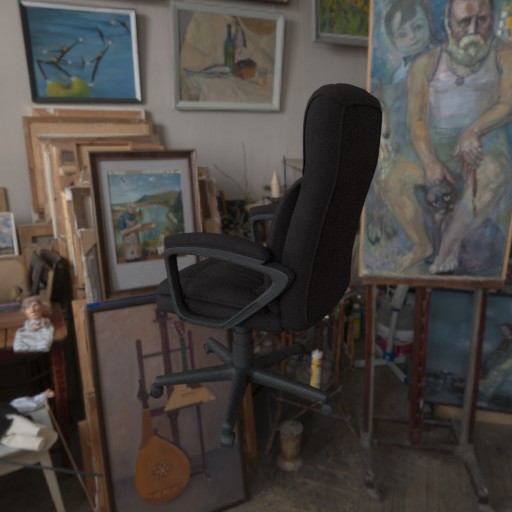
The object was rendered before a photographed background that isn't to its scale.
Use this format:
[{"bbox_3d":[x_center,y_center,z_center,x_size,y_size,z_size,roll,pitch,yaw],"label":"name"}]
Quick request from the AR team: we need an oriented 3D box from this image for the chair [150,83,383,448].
[{"bbox_3d":[0.000,0.000,1.561,0.724,1.105,0.667,8,18,26],"label":"chair"}]
